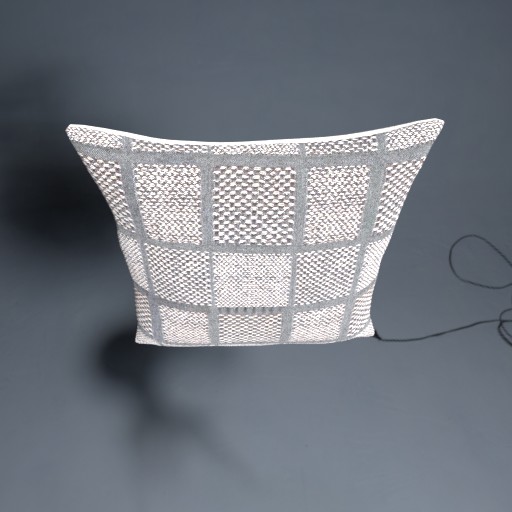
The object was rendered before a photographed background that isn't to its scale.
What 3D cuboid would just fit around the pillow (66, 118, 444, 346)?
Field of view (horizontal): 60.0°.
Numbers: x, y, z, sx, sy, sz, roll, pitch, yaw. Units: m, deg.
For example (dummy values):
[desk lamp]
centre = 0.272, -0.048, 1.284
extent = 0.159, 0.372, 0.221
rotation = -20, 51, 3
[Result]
[pillow]
centre = 0.000, 0.000, 0.657
extent = 0.435, 0.432, 0.138
rotation = -2, 46, -1
